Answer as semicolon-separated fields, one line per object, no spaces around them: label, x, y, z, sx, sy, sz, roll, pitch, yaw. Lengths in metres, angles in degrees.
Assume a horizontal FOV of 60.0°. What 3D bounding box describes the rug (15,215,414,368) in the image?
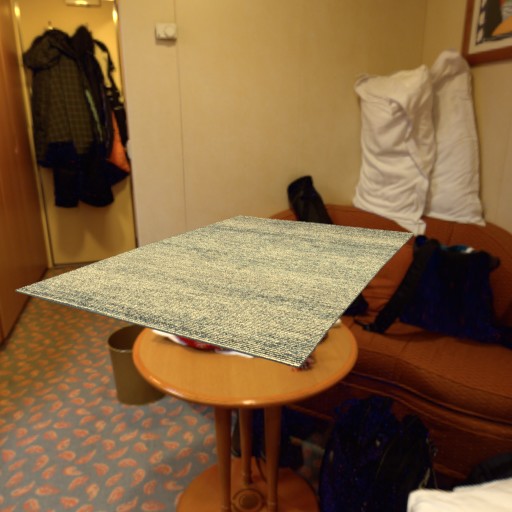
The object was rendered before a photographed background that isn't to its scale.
rug;0.000;0.000;2.944;1.624;0.030;2.349;9;18;27
